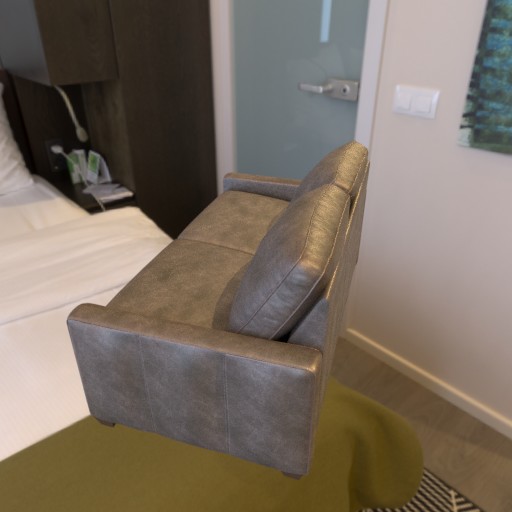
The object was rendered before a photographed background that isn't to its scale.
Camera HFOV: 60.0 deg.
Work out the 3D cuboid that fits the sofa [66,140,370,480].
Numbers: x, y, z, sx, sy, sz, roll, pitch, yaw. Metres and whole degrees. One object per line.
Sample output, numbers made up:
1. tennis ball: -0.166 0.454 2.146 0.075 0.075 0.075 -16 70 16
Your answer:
1. sofa: 0.000 0.000 2.251 0.939 0.916 1.732 9 30 15
